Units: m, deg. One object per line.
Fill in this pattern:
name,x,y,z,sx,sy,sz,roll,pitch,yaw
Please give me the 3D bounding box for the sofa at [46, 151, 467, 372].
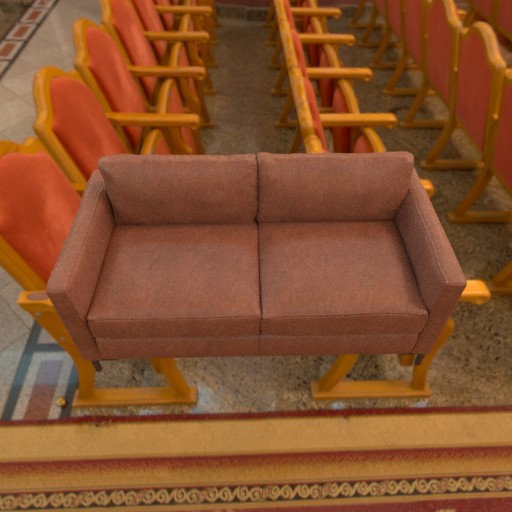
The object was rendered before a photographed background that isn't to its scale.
sofa,0.000,0.000,2.284,1.797,0.883,0.899,-1,46,-1
